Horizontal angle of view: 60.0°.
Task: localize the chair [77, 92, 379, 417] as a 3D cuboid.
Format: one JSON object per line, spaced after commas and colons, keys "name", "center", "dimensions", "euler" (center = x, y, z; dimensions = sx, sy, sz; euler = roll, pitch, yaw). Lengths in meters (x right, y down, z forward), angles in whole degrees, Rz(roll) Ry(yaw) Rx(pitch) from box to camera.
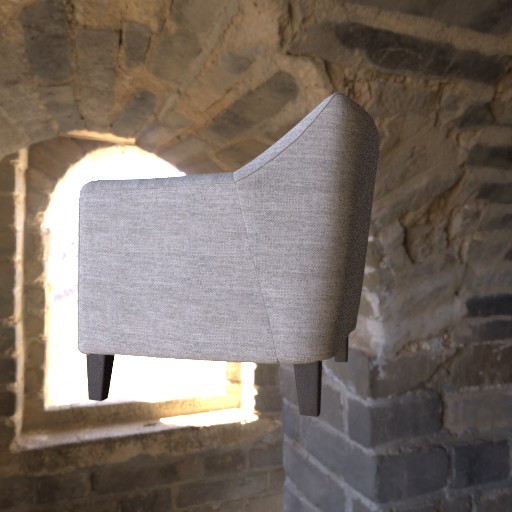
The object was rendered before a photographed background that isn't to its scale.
{"name": "chair", "center": [0.000, 0.000, 1.412], "dimensions": [0.758, 0.761, 0.796], "euler": [0, -1, 18]}
